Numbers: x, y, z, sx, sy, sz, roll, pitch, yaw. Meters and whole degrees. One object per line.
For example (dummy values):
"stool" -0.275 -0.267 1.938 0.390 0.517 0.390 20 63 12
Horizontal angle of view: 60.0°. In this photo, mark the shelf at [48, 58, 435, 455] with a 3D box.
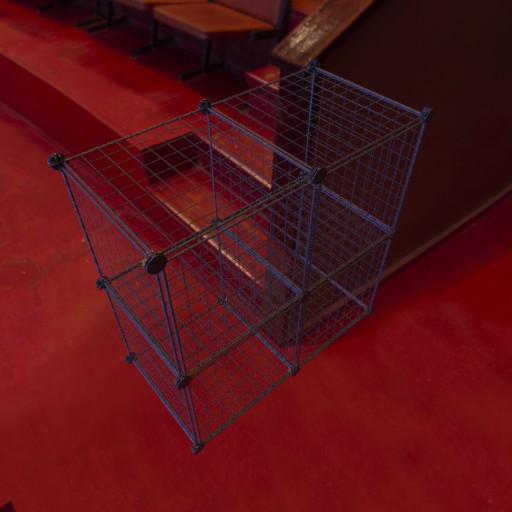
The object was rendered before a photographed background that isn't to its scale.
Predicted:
"shelf" 0.000 0.000 1.131 0.711 0.711 0.356 -31 53 -27
